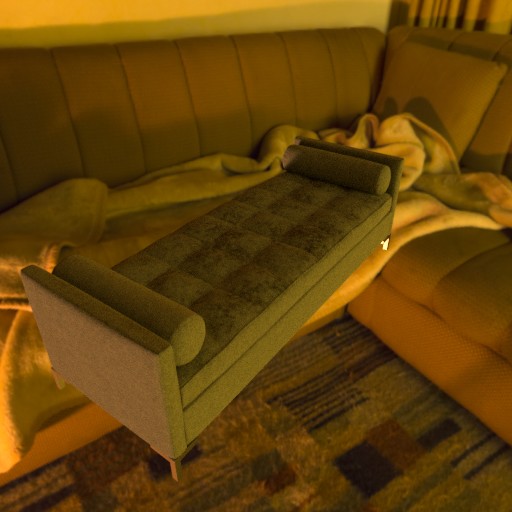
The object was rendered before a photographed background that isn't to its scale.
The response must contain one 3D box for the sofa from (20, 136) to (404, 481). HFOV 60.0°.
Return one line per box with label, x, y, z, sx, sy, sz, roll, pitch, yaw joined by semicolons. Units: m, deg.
sofa;0.000;0.000;2.396;0.797;0.657;2.102;21;38;30
